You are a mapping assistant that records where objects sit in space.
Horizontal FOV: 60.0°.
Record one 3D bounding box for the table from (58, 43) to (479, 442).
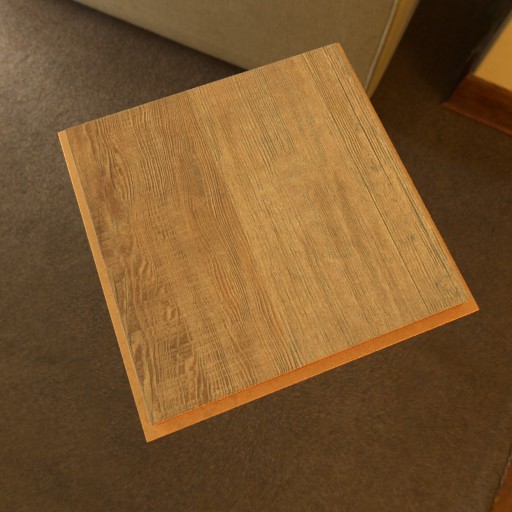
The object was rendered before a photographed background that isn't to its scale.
[{"bbox_3d":[0.000,0.000,1.066,0.599,0.584,0.599,-20,75,-6],"label":"table"}]
